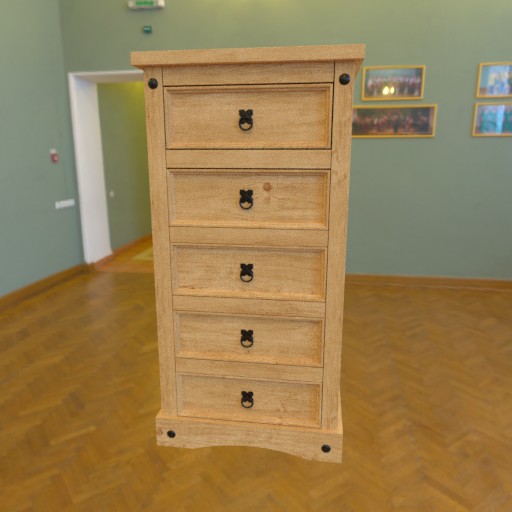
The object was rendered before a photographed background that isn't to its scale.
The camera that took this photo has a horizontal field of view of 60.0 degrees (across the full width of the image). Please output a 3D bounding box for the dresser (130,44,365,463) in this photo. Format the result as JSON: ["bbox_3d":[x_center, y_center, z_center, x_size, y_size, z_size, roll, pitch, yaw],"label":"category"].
[{"bbox_3d":[0.000,0.000,1.294,0.531,1.041,0.390,2,13,8],"label":"dresser"}]
